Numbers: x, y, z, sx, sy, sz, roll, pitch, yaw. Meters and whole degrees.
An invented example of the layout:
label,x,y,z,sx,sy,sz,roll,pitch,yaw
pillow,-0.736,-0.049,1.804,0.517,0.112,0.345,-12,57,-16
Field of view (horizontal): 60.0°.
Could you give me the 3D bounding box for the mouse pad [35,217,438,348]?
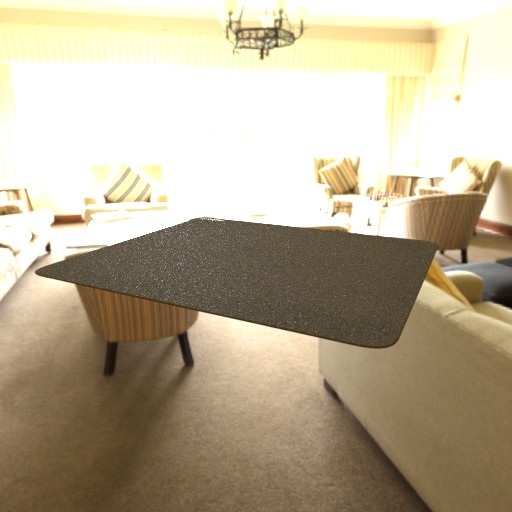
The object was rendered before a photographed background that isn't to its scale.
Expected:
label,x,y,z,sx,sy,sz,roll,pitch,yaw
mouse pad,0.000,0.000,0.628,0.451,0.002,0.393,8,19,26
